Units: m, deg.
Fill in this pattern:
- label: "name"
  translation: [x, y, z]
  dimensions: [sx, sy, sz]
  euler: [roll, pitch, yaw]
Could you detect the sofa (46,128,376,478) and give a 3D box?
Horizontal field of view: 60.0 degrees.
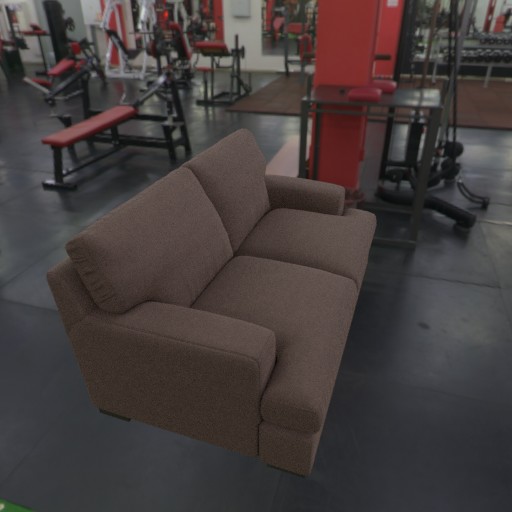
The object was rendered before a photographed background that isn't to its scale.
- label: "sofa"
  translation: [0.000, 0.000, 2.445]
  dimensions: [1.140, 0.950, 1.869]
  euler: [10, 32, 17]
